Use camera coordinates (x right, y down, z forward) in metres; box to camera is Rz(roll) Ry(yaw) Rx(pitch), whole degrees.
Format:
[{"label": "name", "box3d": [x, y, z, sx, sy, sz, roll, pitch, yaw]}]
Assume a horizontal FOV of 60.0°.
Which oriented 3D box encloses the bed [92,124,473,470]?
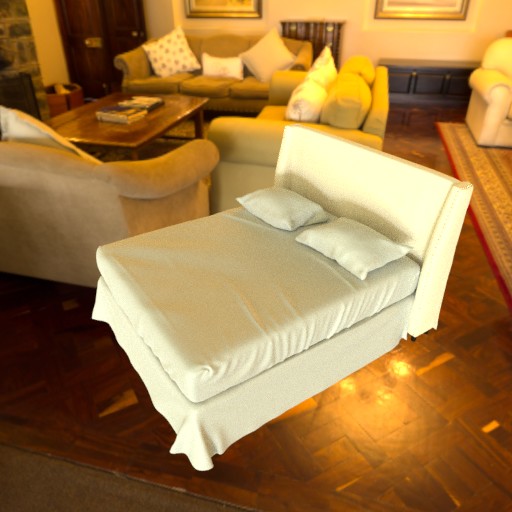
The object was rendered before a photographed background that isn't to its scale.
[{"label": "bed", "box3d": [0.000, 0.000, 3.423, 2.276, 1.332, 1.925, -20, 36, -29]}]
